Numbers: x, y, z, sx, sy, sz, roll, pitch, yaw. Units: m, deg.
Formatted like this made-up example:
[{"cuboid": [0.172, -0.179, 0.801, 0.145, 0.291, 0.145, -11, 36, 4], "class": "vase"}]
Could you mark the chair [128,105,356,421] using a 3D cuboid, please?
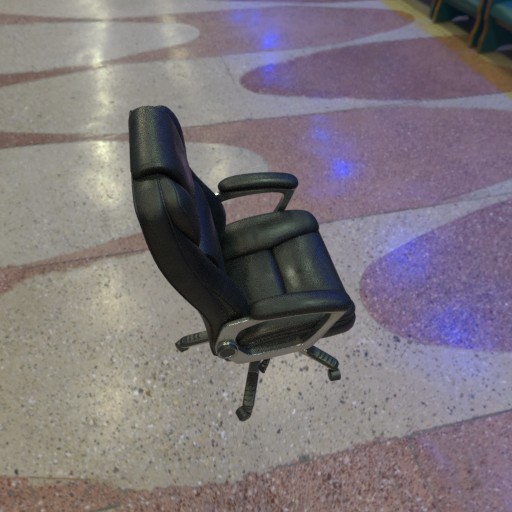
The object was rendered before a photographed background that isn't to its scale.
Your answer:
[{"cuboid": [0.000, 0.000, 1.532, 0.689, 1.075, 0.697, -9, 48, -8], "class": "chair"}]
